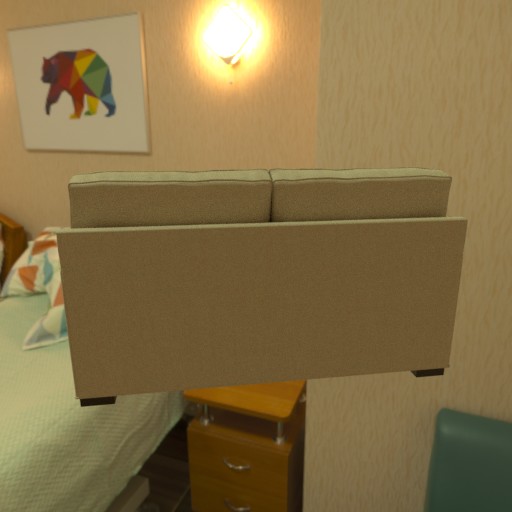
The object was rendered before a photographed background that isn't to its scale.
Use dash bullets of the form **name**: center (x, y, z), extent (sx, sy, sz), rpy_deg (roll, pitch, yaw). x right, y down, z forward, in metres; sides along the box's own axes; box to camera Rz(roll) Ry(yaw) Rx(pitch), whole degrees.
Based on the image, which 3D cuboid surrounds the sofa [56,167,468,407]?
- **sofa**: center (0.000, 0.000, 2.063), extent (1.484, 0.853, 0.942), rpy_deg (-2, 16, -8)
